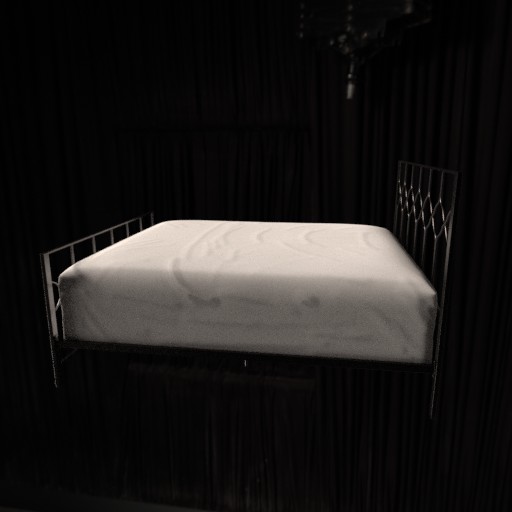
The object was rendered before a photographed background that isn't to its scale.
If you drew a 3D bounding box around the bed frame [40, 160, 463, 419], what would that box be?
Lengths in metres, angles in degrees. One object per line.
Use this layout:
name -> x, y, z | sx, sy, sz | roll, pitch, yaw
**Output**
bed frame -> 0.000, 0.000, 2.994 | 2.063, 1.222, 1.597 | 2, 14, 8
